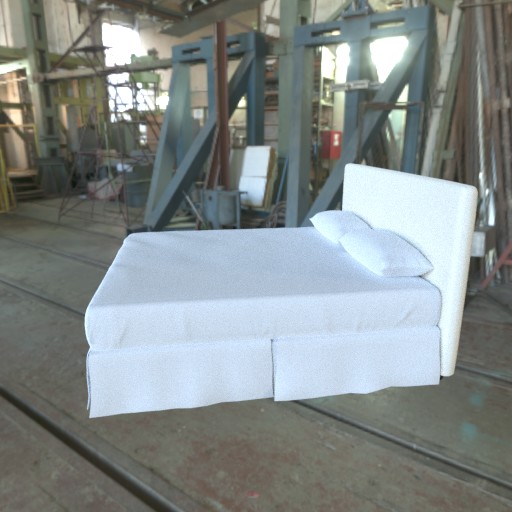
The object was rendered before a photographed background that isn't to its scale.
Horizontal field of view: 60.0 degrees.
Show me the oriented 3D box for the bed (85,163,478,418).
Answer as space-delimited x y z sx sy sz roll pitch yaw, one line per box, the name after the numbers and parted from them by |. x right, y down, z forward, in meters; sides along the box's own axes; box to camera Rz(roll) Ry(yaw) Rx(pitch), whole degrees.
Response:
0.000 0.000 3.537 2.341 1.317 2.119 -2 16 -8 | bed
